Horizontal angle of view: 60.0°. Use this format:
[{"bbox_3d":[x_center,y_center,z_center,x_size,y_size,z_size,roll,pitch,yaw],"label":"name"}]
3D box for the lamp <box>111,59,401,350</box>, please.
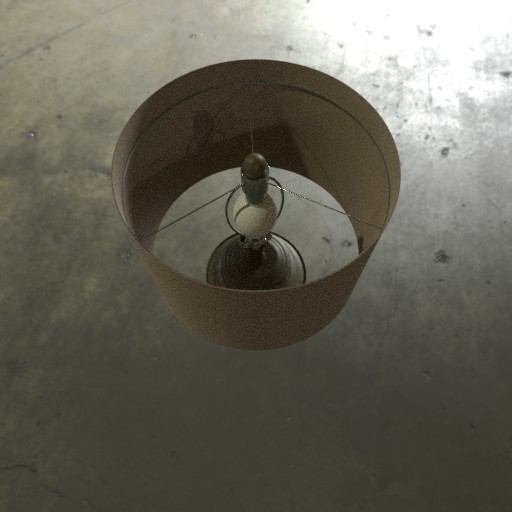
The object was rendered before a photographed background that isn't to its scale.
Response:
[{"bbox_3d":[0.000,0.000,0.705,0.318,0.486,0.318,0,63,0],"label":"lamp"}]
